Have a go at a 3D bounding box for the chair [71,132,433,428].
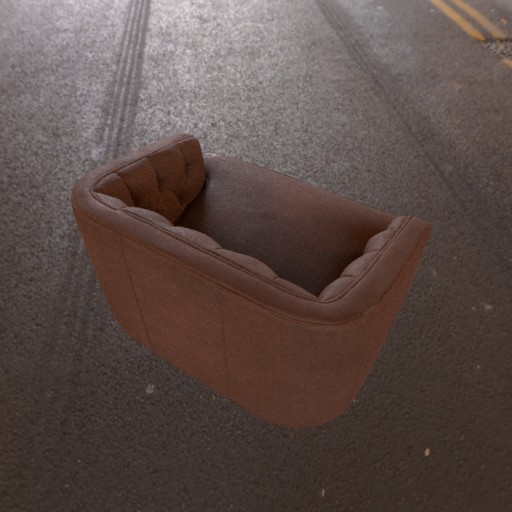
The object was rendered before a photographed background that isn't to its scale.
[{"bbox_3d":[0.000,0.000,1.719,1.118,0.787,0.914,25,51,22],"label":"chair"}]
